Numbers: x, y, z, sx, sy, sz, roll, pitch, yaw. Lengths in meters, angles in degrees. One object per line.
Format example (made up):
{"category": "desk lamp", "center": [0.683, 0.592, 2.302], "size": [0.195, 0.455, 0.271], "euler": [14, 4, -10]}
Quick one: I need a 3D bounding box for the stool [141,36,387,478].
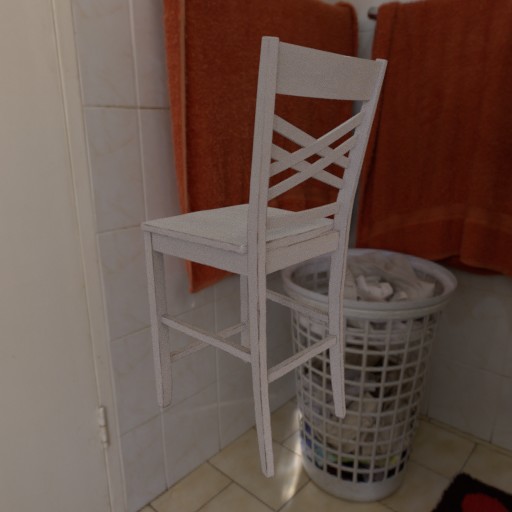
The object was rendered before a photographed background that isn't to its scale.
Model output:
{"category": "stool", "center": [0.000, 0.000, 1.320], "size": [0.539, 1.079, 0.462], "euler": [15, 22, 42]}
